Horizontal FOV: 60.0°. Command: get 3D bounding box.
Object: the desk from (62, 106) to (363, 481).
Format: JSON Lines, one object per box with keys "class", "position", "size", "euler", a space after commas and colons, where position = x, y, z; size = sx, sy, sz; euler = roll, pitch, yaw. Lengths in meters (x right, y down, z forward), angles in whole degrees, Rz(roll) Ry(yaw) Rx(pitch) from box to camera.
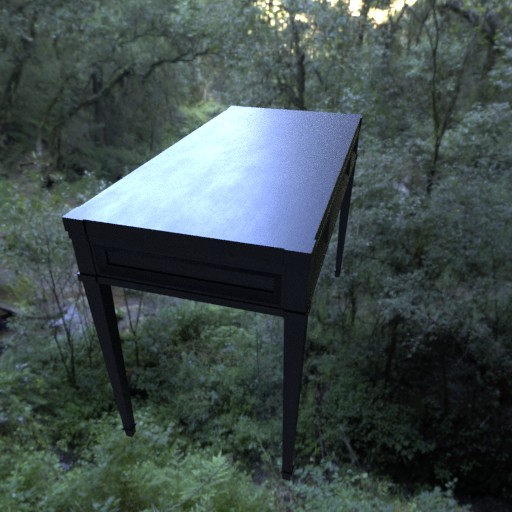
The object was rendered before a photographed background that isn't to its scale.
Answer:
{"class": "desk", "position": [0.000, 0.000, 1.778], "size": [0.630, 0.861, 1.289], "euler": [9, 32, 14]}
